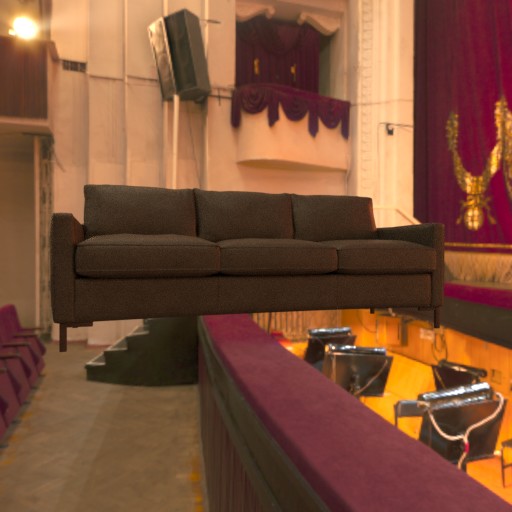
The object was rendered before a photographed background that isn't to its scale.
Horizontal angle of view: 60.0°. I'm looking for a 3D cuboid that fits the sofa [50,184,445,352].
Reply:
[{"bbox_3d":[0.000,0.000,2.449,2.029,0.805,0.748,0,0,-18],"label":"sofa"}]
